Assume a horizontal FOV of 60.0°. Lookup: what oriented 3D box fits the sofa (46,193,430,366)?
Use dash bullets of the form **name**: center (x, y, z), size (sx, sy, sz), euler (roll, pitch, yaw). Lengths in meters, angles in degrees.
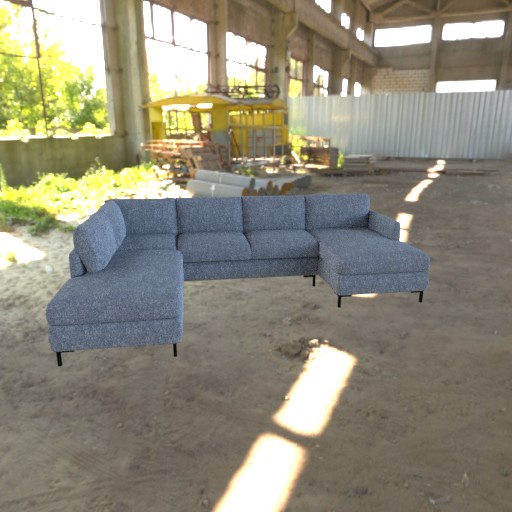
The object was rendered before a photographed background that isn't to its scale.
- **sofa**: center (0.000, 0.000, 3.595), size (2.737, 0.756, 1.879), euler (-2, 16, -9)
